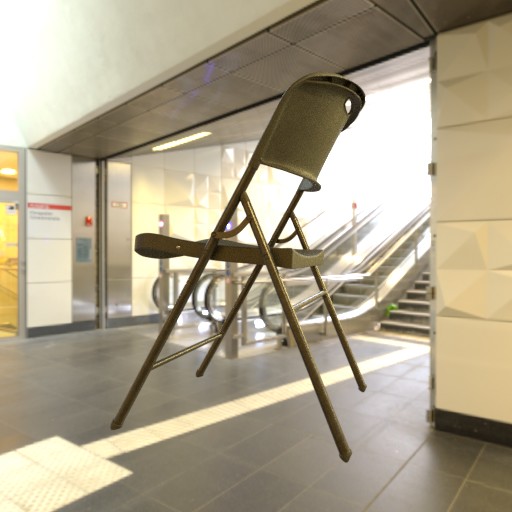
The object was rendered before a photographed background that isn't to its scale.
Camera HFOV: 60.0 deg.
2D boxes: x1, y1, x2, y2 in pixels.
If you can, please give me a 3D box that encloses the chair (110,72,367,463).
[{"bbox_3d":[0.000,0.000,1.180,0.566,0.810,0.494,0,0,18],"label":"chair"}]
